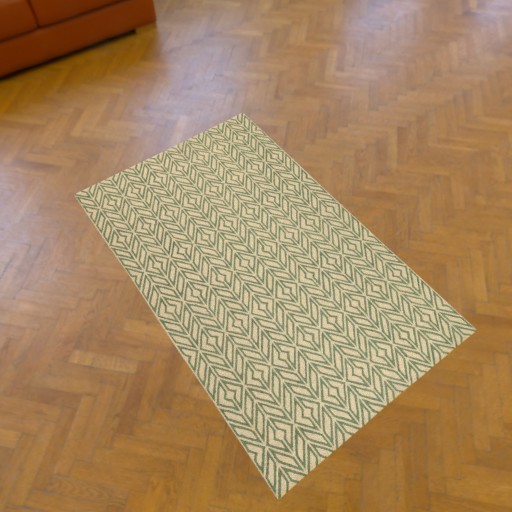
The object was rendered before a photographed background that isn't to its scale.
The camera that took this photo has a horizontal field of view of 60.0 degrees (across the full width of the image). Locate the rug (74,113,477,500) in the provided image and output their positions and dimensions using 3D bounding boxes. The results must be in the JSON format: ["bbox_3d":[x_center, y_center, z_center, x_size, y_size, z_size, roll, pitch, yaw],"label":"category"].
[{"bbox_3d":[0.000,0.000,2.957,1.517,0.011,2.435,-32,63,-19],"label":"rug"}]
